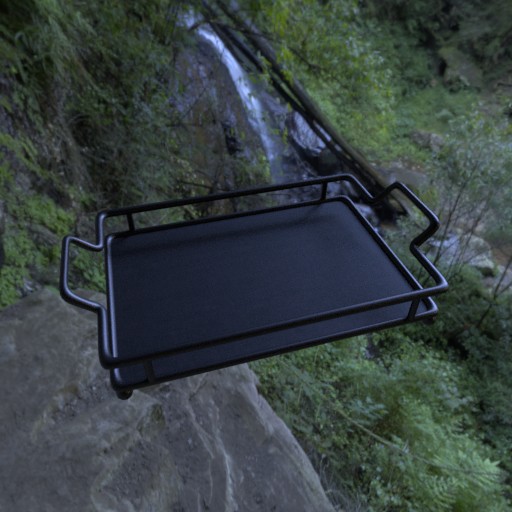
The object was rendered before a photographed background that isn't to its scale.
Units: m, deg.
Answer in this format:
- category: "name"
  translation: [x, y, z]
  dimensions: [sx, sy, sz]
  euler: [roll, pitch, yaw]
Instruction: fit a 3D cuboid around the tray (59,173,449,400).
- category: "tray"
  translation: [0.000, 0.000, 0.620]
  dimensions: [0.495, 0.101, 0.297]
  euler: [-11, 42, -12]
